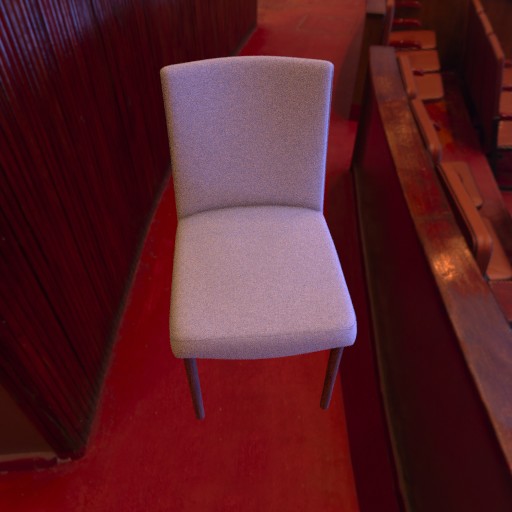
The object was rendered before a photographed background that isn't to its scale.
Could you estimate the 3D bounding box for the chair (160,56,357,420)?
[{"bbox_3d":[0.000,0.000,1.208,0.456,0.859,0.570,-3,45,-3],"label":"chair"}]
